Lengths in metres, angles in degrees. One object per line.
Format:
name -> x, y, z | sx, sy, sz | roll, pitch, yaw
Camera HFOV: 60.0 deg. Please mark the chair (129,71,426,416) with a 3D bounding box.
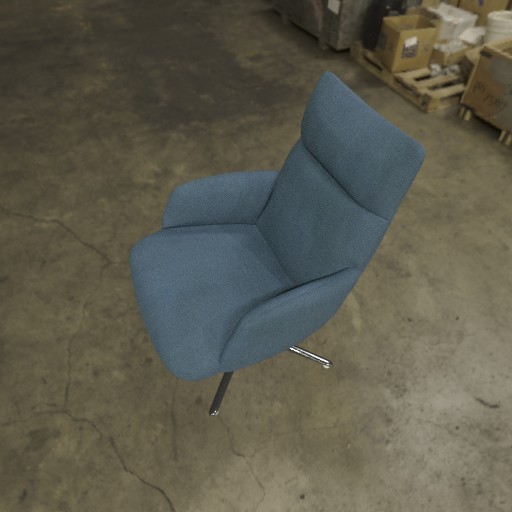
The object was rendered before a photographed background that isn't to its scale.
chair -> 0.000, 0.000, 1.610 | 0.889, 1.016, 0.711 | -18, 49, -16
